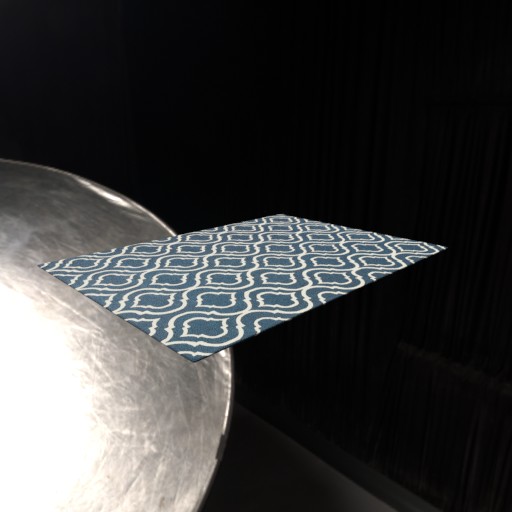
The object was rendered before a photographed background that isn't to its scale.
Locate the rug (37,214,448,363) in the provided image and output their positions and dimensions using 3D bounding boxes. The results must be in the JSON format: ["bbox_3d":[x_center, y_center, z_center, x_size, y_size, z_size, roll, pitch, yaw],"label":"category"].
[{"bbox_3d":[0.000,0.000,4.430,3.353,0.010,2.438,-16,23,-42],"label":"rug"}]
